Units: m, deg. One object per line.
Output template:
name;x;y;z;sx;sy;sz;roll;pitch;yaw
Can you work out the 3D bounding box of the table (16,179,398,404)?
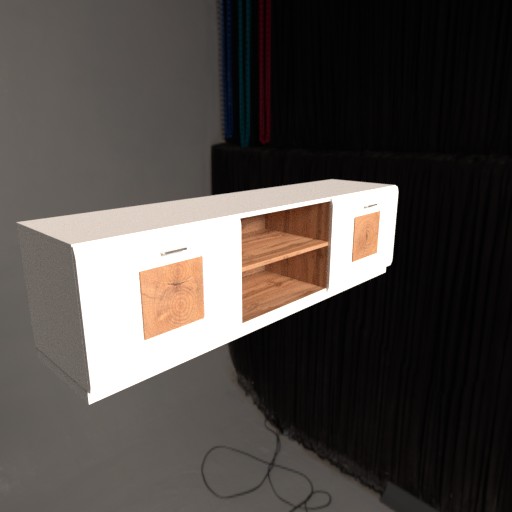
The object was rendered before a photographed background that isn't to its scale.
table;0.000;0.000;1.725;0.400;0.440;1.550;15;22;42
